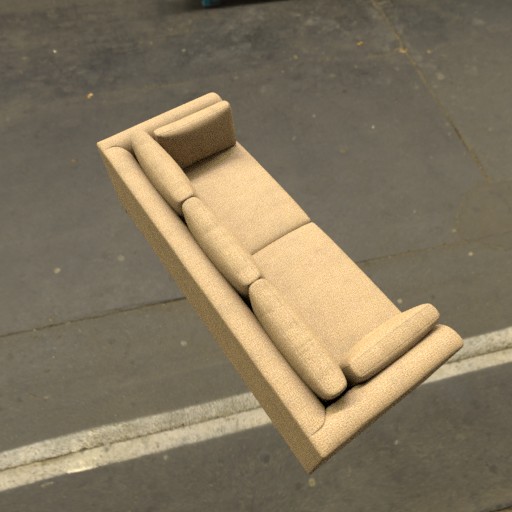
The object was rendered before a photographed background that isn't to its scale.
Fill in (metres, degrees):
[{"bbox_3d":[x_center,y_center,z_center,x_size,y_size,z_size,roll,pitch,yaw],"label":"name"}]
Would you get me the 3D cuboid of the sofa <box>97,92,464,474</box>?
[{"bbox_3d":[0.000,0.000,2.903,0.969,0.867,2.415,-31,63,-18],"label":"sofa"}]
